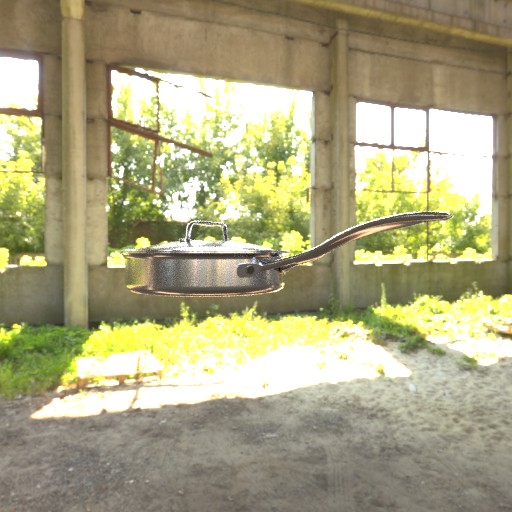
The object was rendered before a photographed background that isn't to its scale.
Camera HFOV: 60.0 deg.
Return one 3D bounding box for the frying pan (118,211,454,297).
[{"bbox_3d":[0.000,0.000,0.672,0.561,0.114,0.280,0,0,37],"label":"frying pan"}]
